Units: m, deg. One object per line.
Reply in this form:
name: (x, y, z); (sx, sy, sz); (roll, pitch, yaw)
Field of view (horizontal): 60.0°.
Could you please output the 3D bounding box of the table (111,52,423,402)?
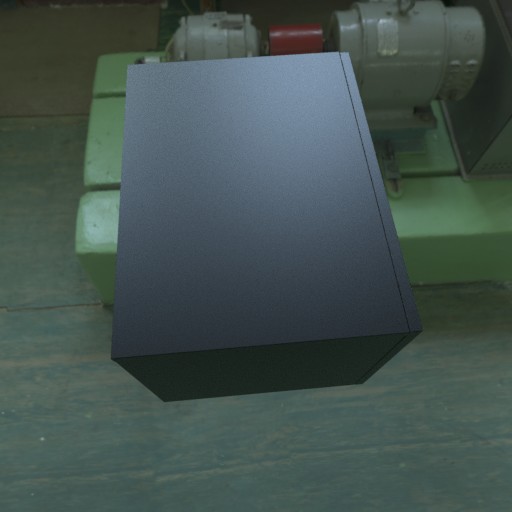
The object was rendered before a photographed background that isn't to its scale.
table: (0.000, 0.000, 0.988); (0.441, 0.584, 0.564); (-5, 63, -2)
